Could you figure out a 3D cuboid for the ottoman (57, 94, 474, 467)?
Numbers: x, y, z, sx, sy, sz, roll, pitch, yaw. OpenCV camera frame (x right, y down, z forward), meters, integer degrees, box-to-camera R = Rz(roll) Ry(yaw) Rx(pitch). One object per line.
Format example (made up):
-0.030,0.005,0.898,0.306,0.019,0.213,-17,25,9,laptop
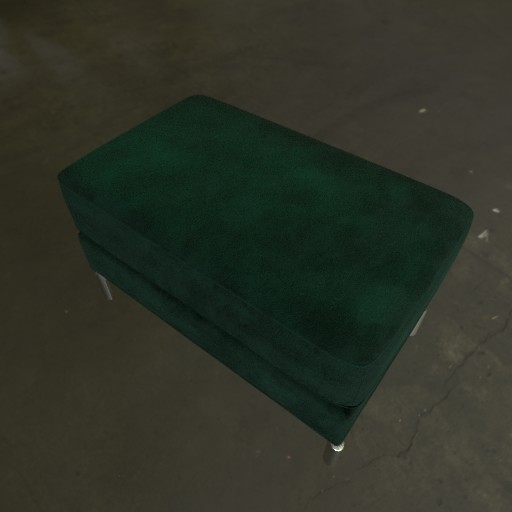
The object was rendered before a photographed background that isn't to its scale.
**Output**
0.000,0.000,1.208,0.886,0.533,0.536,30,54,24,ottoman
